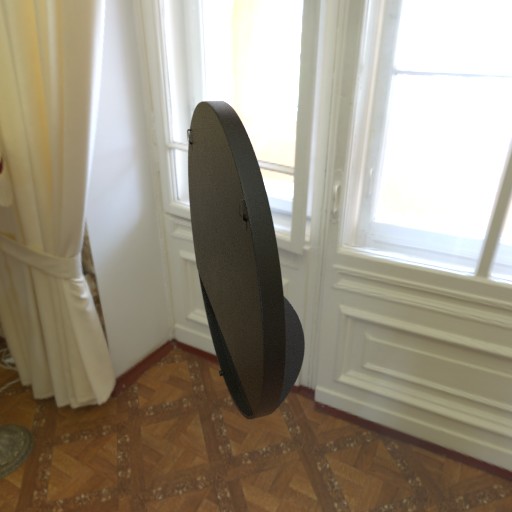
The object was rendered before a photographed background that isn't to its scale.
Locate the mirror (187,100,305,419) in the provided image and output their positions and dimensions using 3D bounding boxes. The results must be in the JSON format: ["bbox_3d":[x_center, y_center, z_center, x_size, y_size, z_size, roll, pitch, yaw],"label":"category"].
[{"bbox_3d":[0.000,0.000,0.683,0.133,0.457,0.457,-9,30,-15],"label":"mirror"}]
